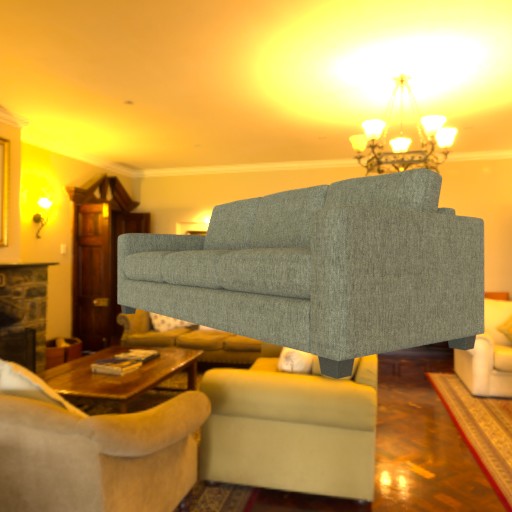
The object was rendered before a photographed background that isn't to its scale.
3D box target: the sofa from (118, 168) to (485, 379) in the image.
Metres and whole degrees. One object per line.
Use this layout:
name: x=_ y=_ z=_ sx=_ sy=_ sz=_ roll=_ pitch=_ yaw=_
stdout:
sofa: x=0.000 y=0.000 z=2.512 sx=0.900 sy=0.800 sz=2.160 roll=0 pitch=0 yaw=-35
